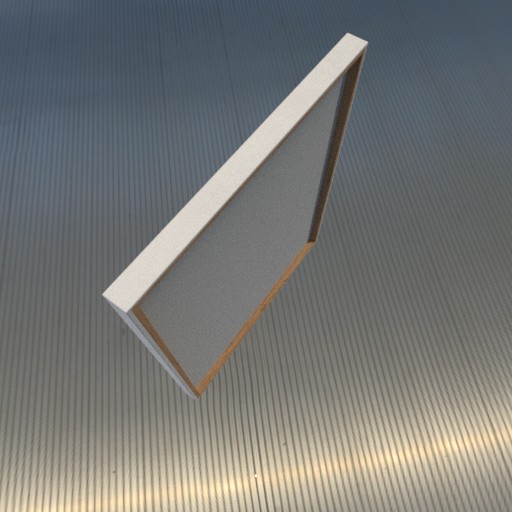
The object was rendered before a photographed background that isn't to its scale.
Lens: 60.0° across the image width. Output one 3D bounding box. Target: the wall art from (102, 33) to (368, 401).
[{"bbox_3d":[0.000,0.000,0.826,0.037,0.606,0.508,33,68,15],"label":"wall art"}]
